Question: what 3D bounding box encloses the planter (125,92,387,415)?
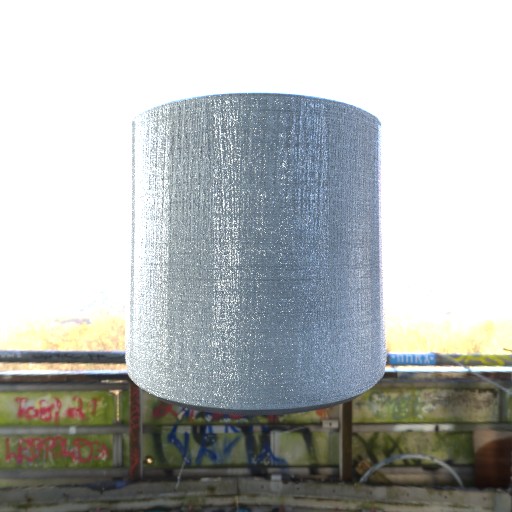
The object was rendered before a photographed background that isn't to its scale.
[{"bbox_3d":[0.000,0.000,0.283,0.160,0.156,0.160,0,1,0],"label":"planter"}]
